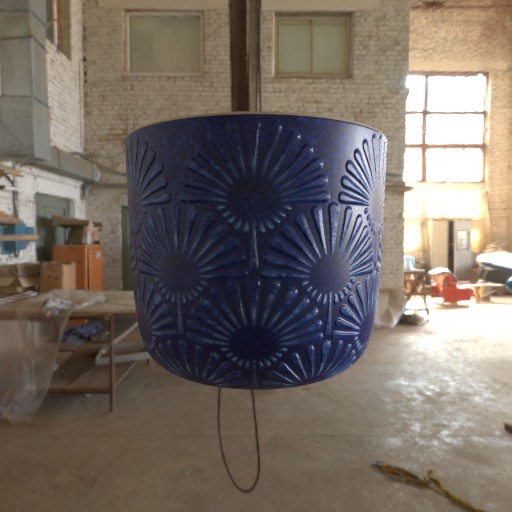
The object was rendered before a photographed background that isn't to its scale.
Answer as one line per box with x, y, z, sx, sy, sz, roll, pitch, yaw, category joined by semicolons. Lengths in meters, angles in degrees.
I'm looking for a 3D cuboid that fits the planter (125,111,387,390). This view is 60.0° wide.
0.000;0.000;0.221;0.124;0.109;0.124;0;3;0;planter
